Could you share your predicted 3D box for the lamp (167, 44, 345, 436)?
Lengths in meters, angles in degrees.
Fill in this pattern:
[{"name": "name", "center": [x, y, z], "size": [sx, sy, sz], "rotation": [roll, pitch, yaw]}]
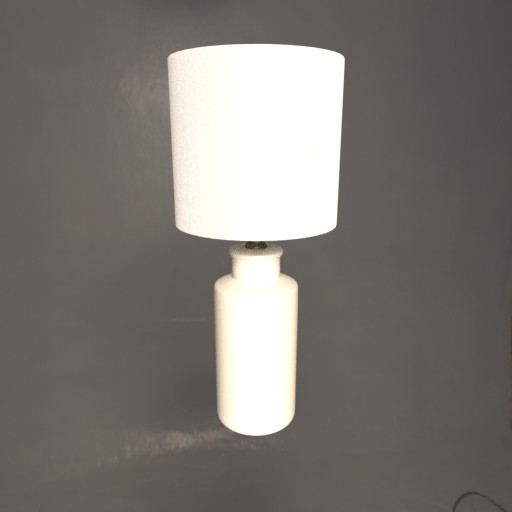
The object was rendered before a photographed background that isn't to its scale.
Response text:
[{"name": "lamp", "center": [0.000, 0.000, 0.605], "size": [0.212, 0.493, 0.212], "rotation": [-2, 16, -8]}]
